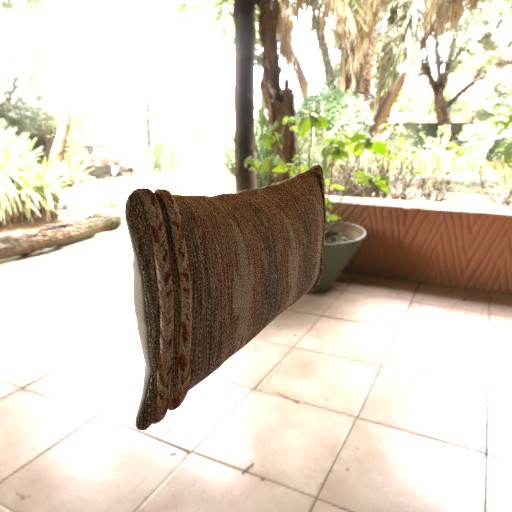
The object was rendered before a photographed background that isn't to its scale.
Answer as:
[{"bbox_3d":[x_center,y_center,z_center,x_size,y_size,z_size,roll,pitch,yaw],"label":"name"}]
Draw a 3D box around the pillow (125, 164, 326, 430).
[{"bbox_3d":[0.000,0.000,0.755,0.139,0.282,0.635,7,16,25],"label":"pillow"}]
